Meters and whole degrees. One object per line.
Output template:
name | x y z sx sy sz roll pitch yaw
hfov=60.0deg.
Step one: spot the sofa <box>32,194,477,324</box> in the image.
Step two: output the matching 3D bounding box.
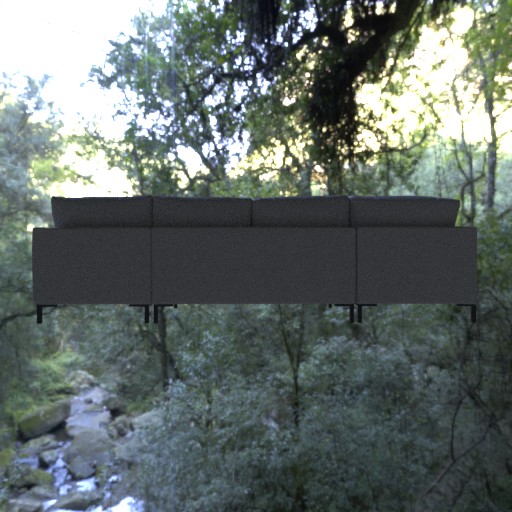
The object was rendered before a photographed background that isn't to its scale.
sofa | 0.000 0.000 3.862 2.984 0.862 1.989 0 0 -1
